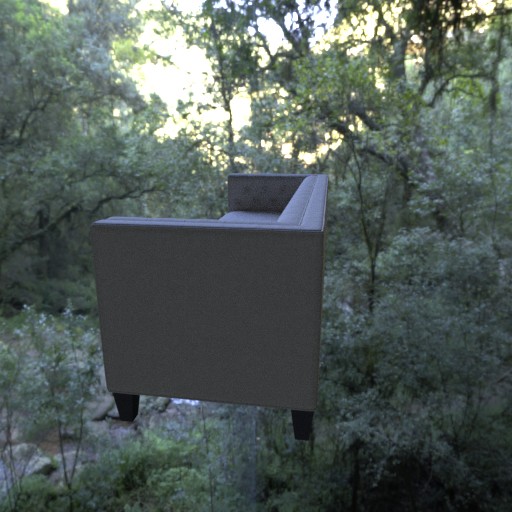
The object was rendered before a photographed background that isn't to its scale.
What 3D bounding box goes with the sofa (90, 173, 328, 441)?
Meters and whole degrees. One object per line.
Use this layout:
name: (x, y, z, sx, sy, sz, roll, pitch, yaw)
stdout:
sofa: (0.000, 0.000, 2.524, 0.775, 0.762, 2.159, 2, 15, 9)
